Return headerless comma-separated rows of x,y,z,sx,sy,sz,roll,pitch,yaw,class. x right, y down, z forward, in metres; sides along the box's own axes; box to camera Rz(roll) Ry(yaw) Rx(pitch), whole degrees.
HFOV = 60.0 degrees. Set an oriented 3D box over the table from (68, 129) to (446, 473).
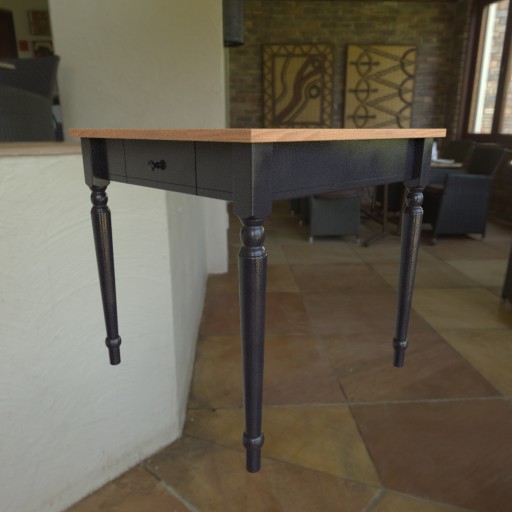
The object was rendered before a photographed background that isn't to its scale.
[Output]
0.000,0.000,1.338,0.747,0.738,0.747,-15,22,-42,table
